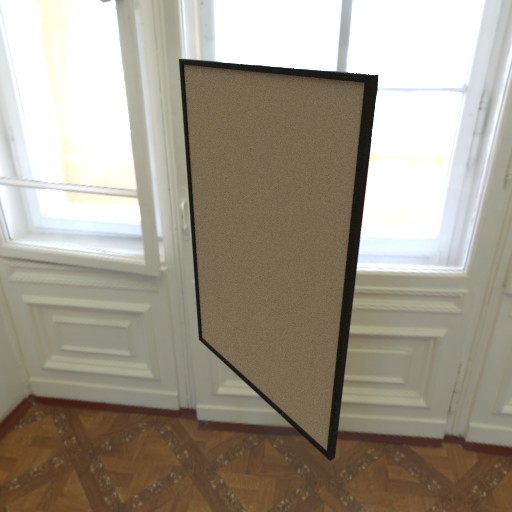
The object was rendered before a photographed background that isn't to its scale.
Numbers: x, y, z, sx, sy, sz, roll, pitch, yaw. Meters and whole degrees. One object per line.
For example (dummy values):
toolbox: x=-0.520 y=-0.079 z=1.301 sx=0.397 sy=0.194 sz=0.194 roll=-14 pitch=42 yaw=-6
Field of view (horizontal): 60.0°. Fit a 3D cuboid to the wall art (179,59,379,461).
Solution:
wall art: x=0.000 y=0.000 z=0.833 sx=0.013 sy=0.660 sz=0.460 roll=-19 pitch=33 yaw=-33
